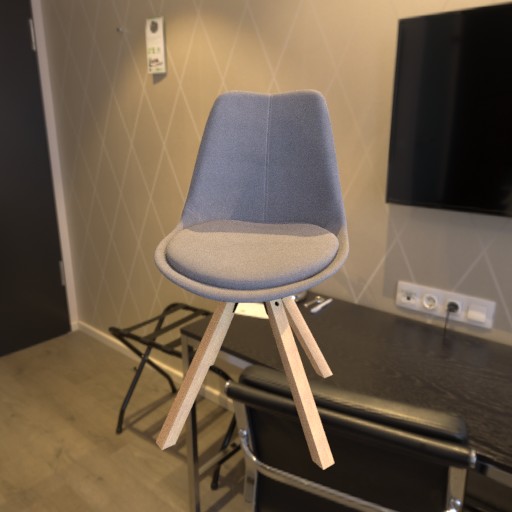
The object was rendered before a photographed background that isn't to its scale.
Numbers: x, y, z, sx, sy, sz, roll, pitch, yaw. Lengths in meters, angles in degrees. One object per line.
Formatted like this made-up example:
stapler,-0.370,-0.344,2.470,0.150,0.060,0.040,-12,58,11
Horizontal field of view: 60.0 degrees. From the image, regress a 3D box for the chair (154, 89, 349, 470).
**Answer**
chair,0.000,0.000,1.169,0.474,0.863,0.549,3,16,9
